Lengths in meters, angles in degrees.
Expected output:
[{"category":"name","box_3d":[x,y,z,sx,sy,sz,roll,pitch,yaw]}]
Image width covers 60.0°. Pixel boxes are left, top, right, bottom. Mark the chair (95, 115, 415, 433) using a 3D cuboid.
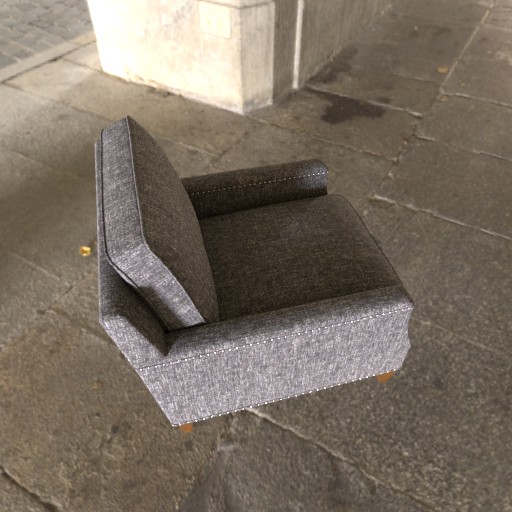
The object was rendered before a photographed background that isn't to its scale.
[{"category":"chair","box_3d":[0.000,0.000,1.684,1.014,0.943,0.853,-11,47,-10]}]
